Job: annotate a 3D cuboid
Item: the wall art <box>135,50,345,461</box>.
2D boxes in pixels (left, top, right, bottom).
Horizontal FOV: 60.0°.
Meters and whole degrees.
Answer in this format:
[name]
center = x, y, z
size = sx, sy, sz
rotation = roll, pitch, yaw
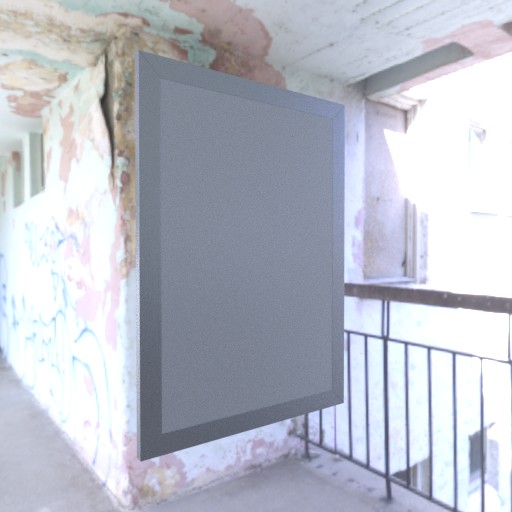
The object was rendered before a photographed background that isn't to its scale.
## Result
[wall art]
center = 0.000, 0.000, 0.683
size = 0.376, 0.529, 0.013
rotation = -1, 1, -35
